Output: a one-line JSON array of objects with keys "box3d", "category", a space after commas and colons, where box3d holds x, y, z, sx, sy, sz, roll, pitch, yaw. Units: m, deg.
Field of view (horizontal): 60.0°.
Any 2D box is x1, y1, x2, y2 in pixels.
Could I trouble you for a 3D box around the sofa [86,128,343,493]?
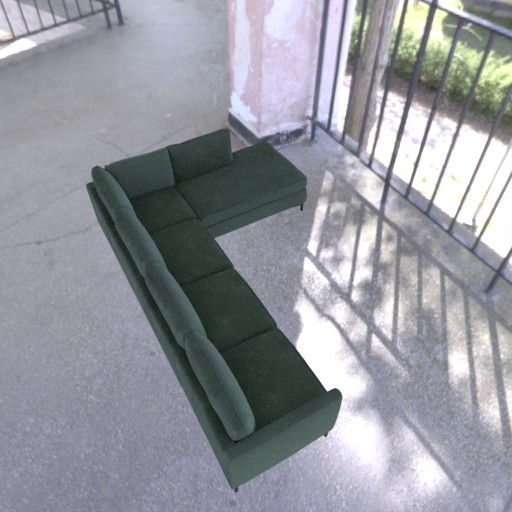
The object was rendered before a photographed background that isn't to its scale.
[{"box3d": [0.000, 0.000, 3.172, 1.707, 0.687, 2.486, -23, 50, -20], "category": "sofa"}]
